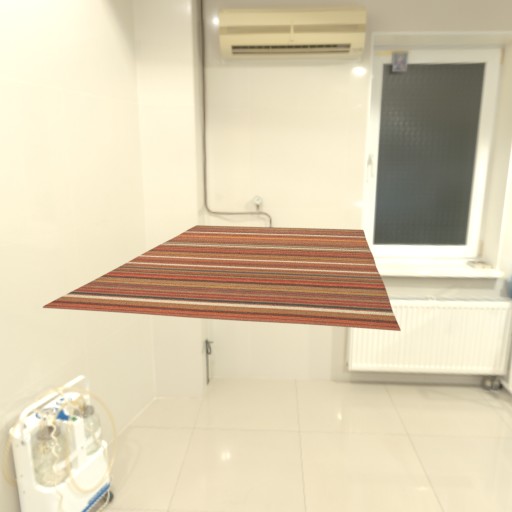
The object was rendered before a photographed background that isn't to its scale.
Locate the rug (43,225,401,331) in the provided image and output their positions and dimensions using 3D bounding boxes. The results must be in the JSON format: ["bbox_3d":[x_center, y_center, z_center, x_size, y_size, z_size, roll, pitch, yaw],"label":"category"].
[{"bbox_3d":[0.000,0.000,2.334,1.217,0.007,1.828,2,13,9],"label":"rug"}]
